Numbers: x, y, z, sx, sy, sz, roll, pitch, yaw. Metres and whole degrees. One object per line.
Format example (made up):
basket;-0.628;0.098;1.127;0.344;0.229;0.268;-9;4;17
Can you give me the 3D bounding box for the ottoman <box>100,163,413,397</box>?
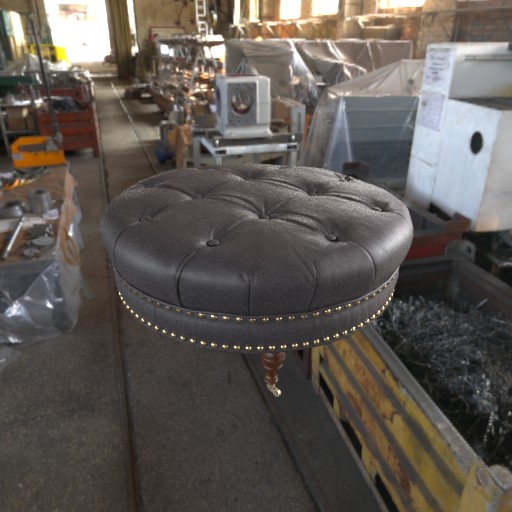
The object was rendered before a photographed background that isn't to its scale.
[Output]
ottoman;0.000;0.000;1.390;0.901;0.439;0.901;0;26;0
